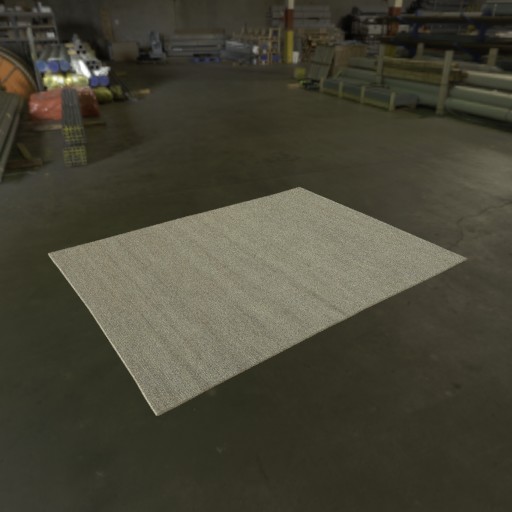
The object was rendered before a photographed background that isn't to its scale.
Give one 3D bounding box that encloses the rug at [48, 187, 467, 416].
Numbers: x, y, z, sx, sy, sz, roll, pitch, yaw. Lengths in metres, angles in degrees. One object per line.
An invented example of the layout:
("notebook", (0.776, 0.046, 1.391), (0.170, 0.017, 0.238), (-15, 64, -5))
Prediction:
("rug", (0.000, 0.000, 4.794), (3.626, 0.051, 2.757), (-19, 34, -31))
